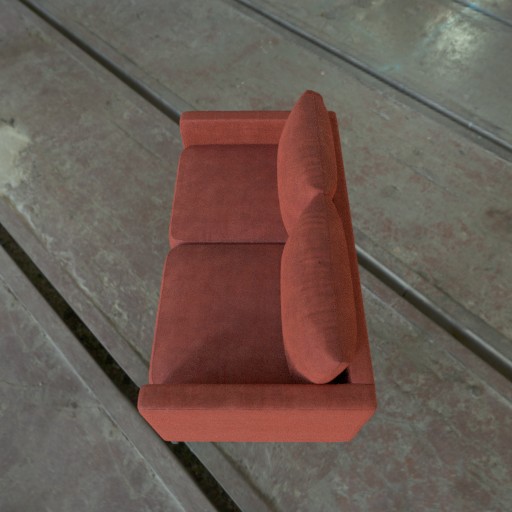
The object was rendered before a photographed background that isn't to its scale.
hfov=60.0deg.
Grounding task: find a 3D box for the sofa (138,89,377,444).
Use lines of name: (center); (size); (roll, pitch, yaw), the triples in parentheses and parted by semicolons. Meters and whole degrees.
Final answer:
sofa: (0.000, 0.000, 2.127); (0.864, 0.896, 1.574); (0, 57, 0)
